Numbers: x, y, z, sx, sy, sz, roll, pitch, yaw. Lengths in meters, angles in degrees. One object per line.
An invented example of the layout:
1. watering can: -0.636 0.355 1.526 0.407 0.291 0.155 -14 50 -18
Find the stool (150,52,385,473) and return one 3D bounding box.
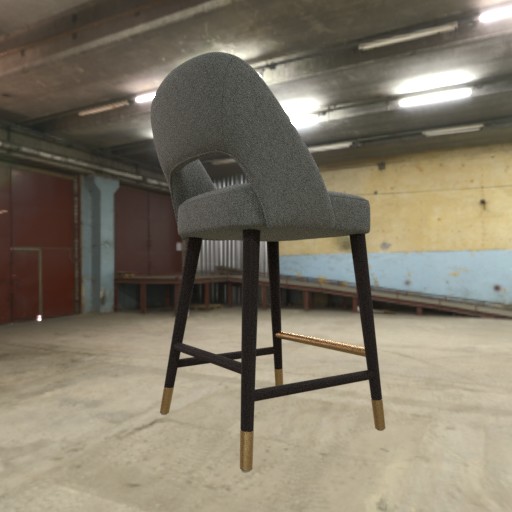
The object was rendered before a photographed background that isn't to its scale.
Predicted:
1. stool: 0.000 0.000 1.231 0.524 0.925 0.536 1 -2 -34
